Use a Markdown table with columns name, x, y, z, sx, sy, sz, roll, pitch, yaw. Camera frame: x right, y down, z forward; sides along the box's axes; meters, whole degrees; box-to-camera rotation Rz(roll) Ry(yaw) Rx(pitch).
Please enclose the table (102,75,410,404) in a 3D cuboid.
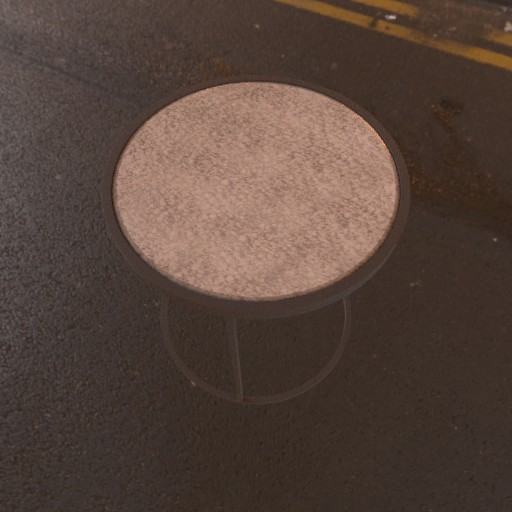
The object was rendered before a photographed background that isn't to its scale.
| name | x | y | z | sx | sy | sz | roll | pitch | yaw |
| --- | --- | --- | --- | --- | --- | --- | --- | --- | --- |
| table | 0.000 | 0.000 | 0.896 | 0.470 | 0.498 | 0.470 | 0 | 59 | 0 |
